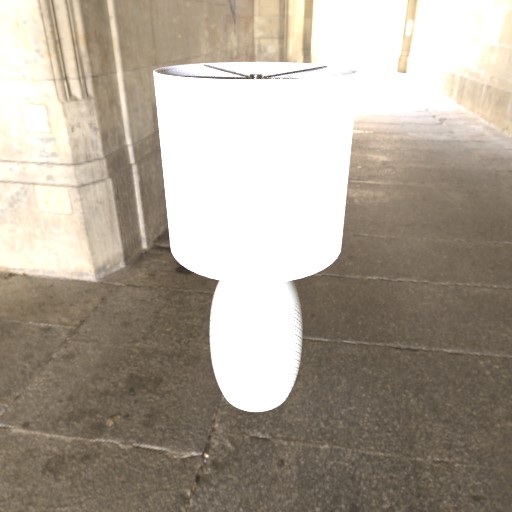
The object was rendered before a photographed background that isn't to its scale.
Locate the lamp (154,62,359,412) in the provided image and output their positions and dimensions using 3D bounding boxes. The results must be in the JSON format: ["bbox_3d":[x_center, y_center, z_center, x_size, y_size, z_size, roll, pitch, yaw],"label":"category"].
[{"bbox_3d":[0.000,0.000,0.581,0.217,0.453,0.217,-18,32,-31],"label":"lamp"}]
